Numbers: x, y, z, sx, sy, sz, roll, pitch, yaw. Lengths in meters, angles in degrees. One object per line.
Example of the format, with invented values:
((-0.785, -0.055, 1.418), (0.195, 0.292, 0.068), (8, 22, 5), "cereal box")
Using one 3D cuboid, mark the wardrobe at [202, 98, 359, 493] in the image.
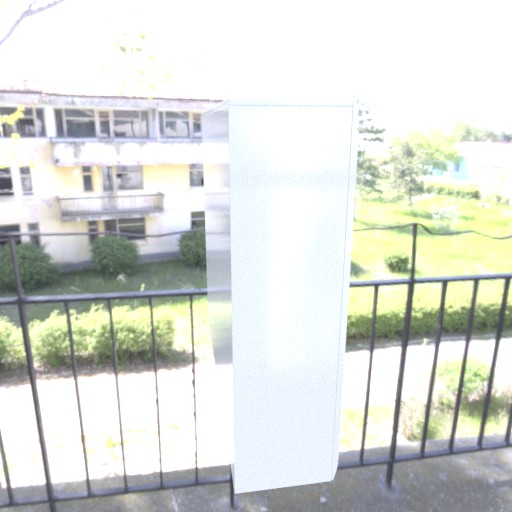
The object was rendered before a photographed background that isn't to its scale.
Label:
((0.000, 0.000, 1.906), (0.360, 1.200, 1.340), (-3, 16, -9), "wardrobe")
